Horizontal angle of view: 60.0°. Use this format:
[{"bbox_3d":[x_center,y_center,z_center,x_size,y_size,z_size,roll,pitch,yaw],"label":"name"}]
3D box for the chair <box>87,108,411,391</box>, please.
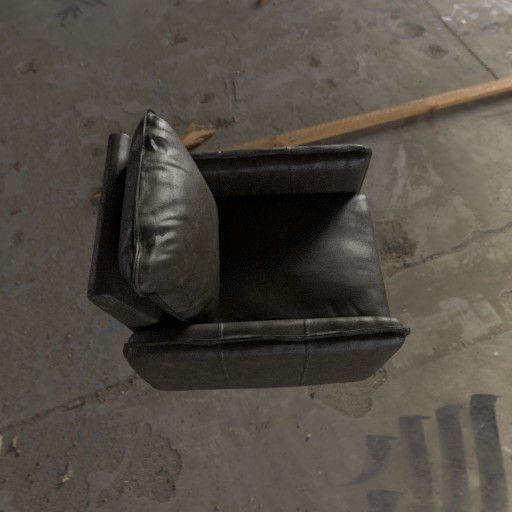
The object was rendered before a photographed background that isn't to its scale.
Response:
[{"bbox_3d":[0.000,0.000,1.608,0.921,0.921,0.830,-2,63,-1],"label":"chair"}]
